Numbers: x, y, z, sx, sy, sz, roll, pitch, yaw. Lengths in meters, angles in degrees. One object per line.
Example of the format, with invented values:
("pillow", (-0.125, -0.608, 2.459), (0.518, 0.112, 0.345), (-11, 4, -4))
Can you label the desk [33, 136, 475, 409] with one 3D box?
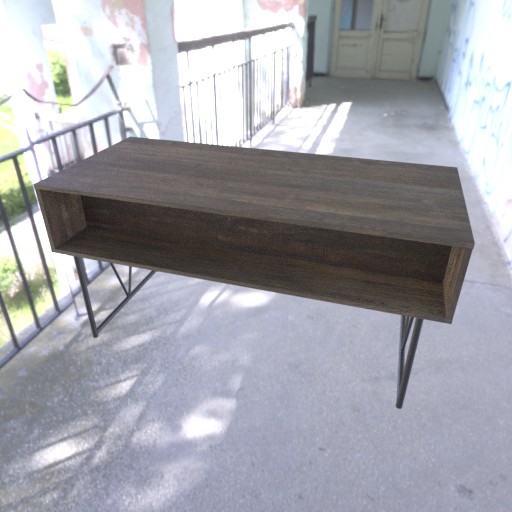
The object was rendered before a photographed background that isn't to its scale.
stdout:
("desk", (0.000, 0.000, 2.028), (1.600, 0.780, 0.730), (9, 32, 15))
